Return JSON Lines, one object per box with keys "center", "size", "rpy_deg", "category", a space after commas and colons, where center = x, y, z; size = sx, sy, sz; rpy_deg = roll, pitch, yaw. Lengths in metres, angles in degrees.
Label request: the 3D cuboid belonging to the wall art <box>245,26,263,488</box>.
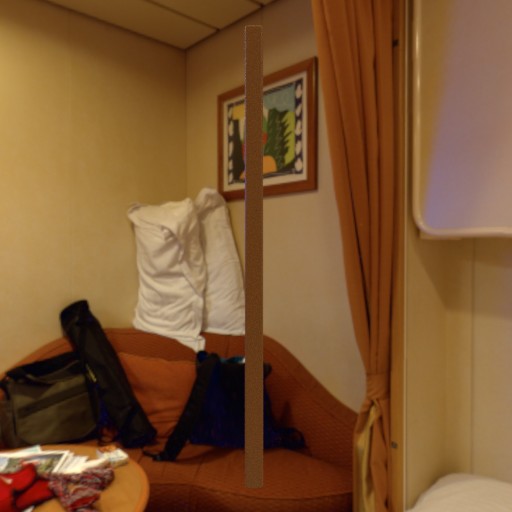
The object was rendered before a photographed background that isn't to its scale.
{"center": [0.000, 0.000, 0.517], "size": [0.015, 0.379, 0.310], "rpy_deg": [0, 1, 1], "category": "wall art"}
